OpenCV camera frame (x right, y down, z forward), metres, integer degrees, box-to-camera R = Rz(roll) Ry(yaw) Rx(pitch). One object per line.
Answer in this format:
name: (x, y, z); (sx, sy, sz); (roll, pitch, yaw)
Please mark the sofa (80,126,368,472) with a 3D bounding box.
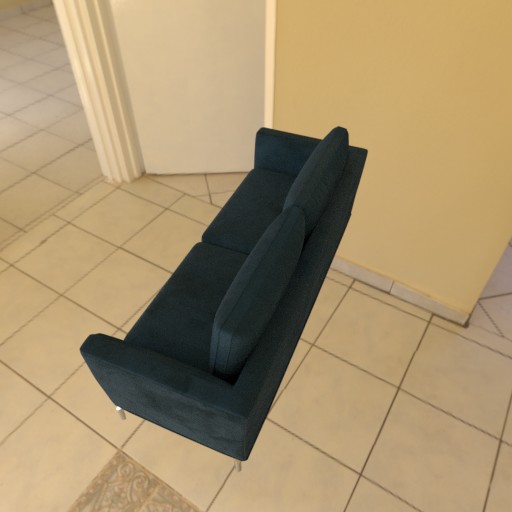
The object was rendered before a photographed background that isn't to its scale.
sofa: (0.000, 0.000, 2.792); (0.853, 0.998, 2.212); (17, 47, 16)
